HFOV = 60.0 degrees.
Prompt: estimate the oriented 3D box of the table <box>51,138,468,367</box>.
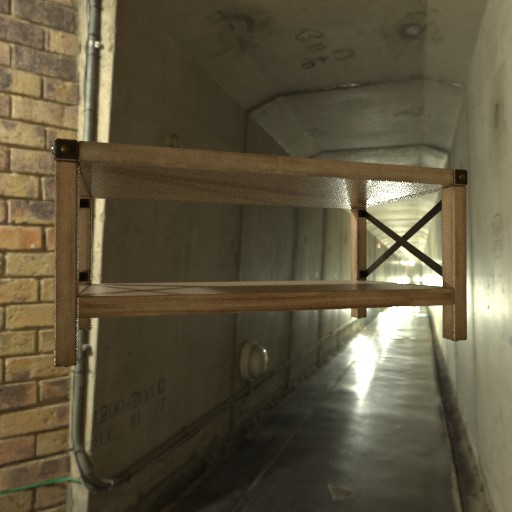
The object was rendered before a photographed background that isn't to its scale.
[{"bbox_3d":[0.000,0.000,1.276,1.016,0.456,0.559,0,-1,-17],"label":"table"}]
